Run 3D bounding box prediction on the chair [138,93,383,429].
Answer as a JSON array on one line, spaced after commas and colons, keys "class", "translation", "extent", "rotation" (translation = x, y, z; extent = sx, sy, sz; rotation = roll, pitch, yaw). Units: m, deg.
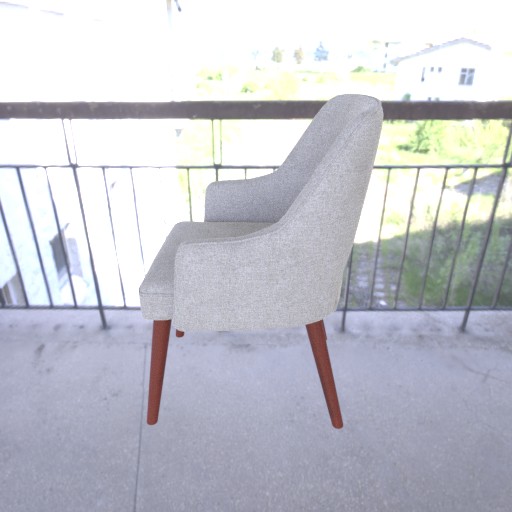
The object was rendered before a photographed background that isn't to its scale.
[{"class": "chair", "translation": [0.000, 0.000, 1.255], "extent": [0.605, 0.849, 0.548], "rotation": [1, 25, 2]}]
